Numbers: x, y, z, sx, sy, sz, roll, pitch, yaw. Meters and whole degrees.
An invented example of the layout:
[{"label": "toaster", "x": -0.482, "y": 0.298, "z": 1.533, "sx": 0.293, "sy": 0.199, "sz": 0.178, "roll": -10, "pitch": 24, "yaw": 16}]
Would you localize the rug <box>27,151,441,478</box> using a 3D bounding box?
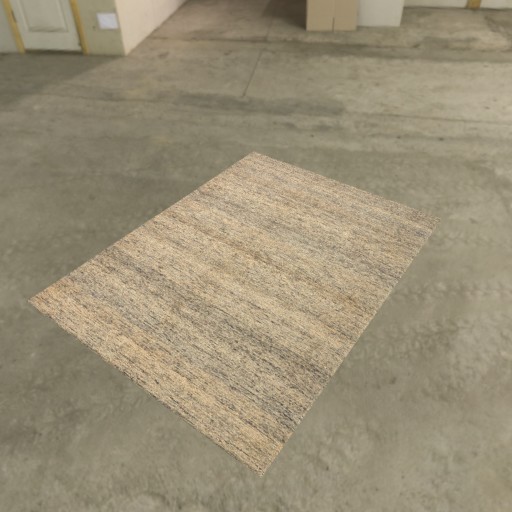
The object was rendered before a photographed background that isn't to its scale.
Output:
[{"label": "rug", "x": 0.000, "y": 0.000, "z": 4.147, "sx": 2.414, "sy": 0.036, "sz": 3.199, "roll": 26, "pitch": 48, "yaw": 26}]
